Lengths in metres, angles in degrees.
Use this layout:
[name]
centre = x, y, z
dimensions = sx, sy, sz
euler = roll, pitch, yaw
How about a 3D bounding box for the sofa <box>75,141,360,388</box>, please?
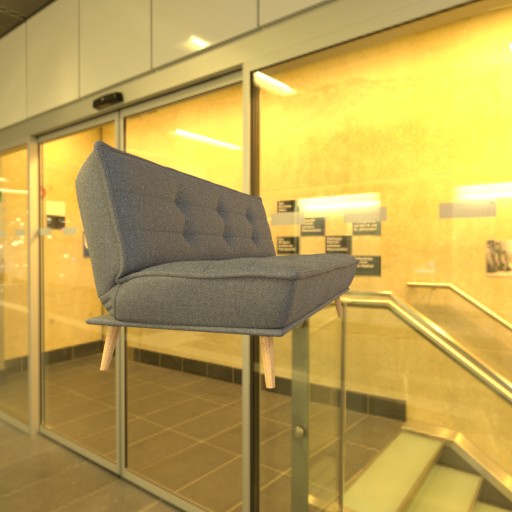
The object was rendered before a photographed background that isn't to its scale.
[sofa]
centre = 0.000, 0.000, 2.457
dimensions = 0.950, 0.890, 1.940
euler = 0, 1, 19
